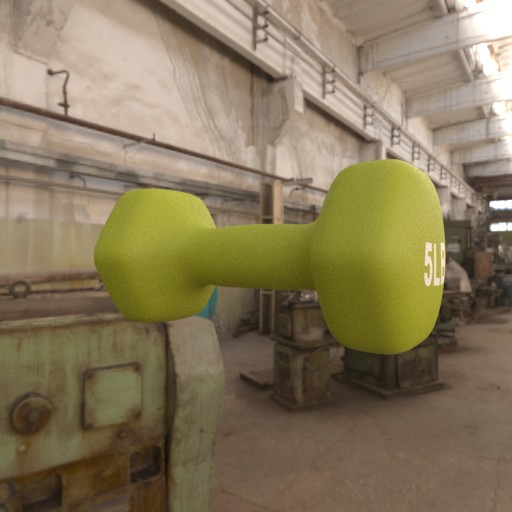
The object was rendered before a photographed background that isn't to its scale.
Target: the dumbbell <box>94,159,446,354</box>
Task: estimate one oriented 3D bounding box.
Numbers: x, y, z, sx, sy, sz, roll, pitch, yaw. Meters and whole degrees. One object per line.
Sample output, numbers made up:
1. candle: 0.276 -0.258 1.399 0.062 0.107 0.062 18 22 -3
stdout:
1. dumbbell: 0.000 0.000 0.211 0.164 0.072 0.080 0 1 36
